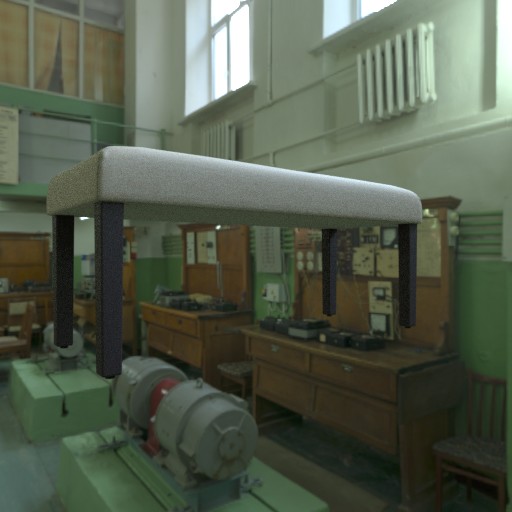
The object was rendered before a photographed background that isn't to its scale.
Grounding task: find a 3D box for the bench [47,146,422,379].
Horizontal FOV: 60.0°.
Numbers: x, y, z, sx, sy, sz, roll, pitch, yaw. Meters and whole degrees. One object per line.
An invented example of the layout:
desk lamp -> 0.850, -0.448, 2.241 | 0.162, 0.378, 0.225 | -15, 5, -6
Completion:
bench -> 0.000, 0.000, 1.253 | 1.013, 0.456, 0.407 | 0, 0, -37
